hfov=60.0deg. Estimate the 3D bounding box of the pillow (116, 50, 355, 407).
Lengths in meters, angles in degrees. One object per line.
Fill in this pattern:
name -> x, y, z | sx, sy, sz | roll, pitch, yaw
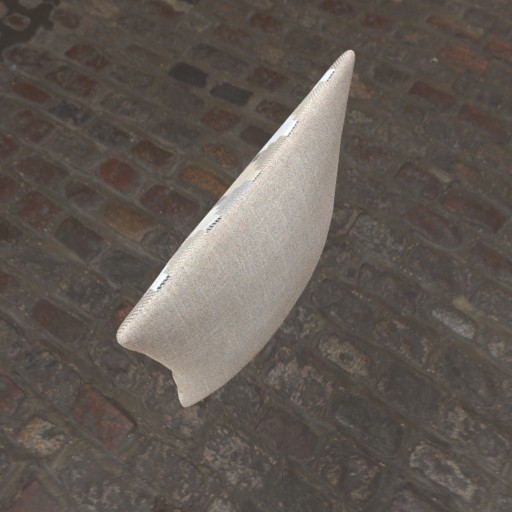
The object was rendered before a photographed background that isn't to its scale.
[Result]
pillow -> 0.000, 0.000, 0.849 | 0.192, 0.558, 0.578 | 31, 68, 14
